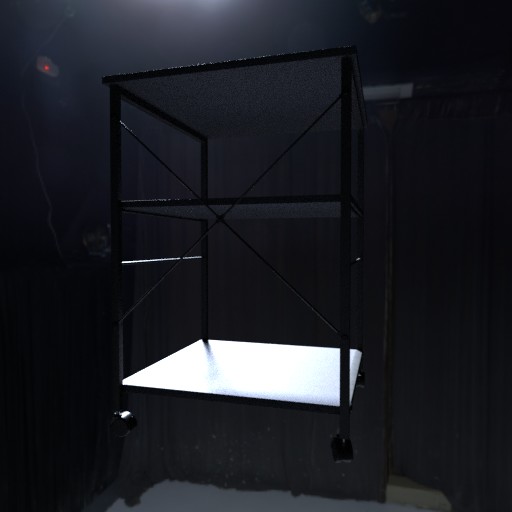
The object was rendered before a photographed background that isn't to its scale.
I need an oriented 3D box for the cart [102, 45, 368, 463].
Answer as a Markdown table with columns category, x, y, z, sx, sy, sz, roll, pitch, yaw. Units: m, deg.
| category | x | y | z | sx | sy | sz | roll | pitch | yaw |
| --- | --- | --- | --- | --- | --- | --- | --- | --- | --- |
| cart | 0.000 | 0.000 | 1.115 | 0.521 | 0.762 | 0.520 | 0 | 2 | 16 |
